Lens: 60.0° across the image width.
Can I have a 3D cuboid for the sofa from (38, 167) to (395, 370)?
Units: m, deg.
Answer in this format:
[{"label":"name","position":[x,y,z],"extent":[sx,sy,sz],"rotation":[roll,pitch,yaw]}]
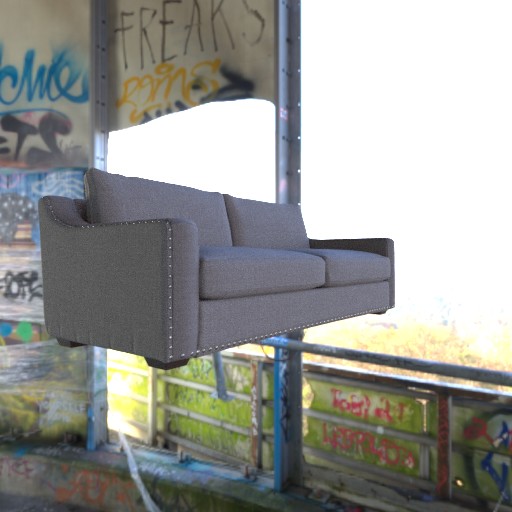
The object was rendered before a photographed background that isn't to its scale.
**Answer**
[{"label":"sofa","position":[0.000,0.000,2.727],"extent":[1.000,0.857,2.208],"rotation":[0,0,38]}]
